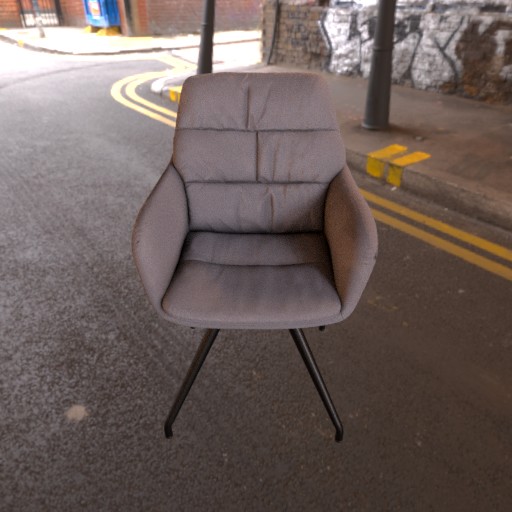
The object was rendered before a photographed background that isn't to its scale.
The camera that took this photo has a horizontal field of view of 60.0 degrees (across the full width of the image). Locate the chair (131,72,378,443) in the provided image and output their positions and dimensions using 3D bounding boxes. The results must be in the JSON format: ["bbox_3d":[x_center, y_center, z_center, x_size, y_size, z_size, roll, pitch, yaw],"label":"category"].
[{"bbox_3d":[0.000,0.000,1.236,0.579,0.888,0.569,1,31,1],"label":"chair"}]
